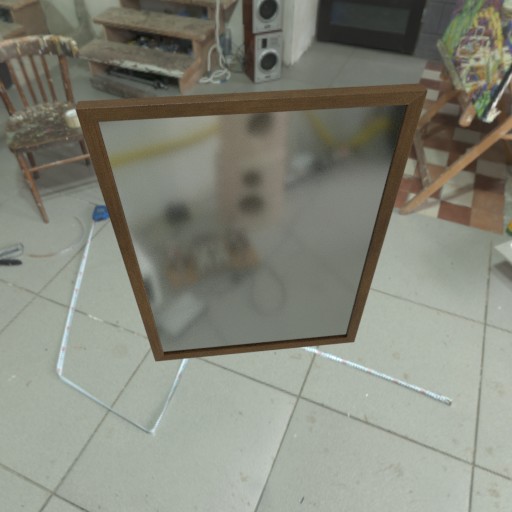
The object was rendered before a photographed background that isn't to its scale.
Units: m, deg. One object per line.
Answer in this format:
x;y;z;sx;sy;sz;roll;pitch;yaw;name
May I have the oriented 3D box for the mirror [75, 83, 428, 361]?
0.000;0.000;1.333;0.762;1.016;0.040;-5;47;-4;mirror
